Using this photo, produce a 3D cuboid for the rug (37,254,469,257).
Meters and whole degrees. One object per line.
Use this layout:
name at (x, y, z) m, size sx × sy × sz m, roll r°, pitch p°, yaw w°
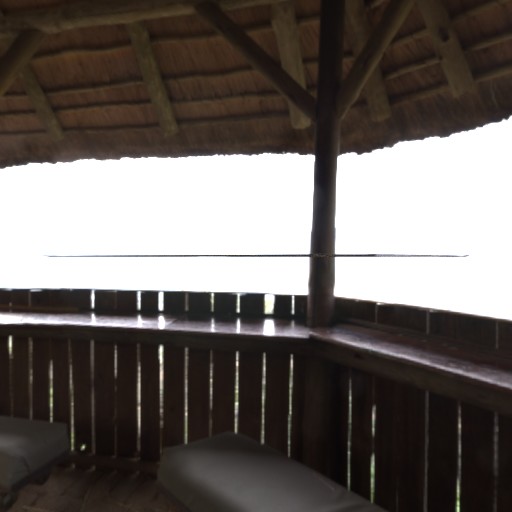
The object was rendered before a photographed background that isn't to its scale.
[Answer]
rug at (0.000, 0.000, 4.131) m, size 3.228 × 0.024 × 2.443 m, roll 0°, pitch 0°, yaw 36°
